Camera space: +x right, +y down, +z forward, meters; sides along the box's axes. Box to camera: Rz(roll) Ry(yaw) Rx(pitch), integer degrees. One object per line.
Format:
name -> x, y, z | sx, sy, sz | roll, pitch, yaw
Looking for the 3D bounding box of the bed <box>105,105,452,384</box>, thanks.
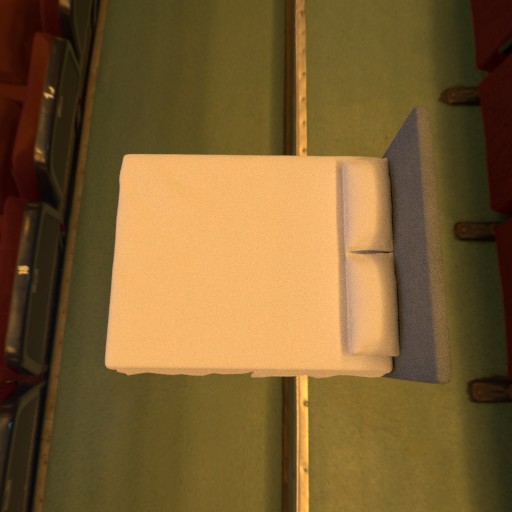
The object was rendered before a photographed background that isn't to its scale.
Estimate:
bed -> 0.000, 0.000, 3.158 | 2.142, 1.330, 1.713 | 1, 77, 0
